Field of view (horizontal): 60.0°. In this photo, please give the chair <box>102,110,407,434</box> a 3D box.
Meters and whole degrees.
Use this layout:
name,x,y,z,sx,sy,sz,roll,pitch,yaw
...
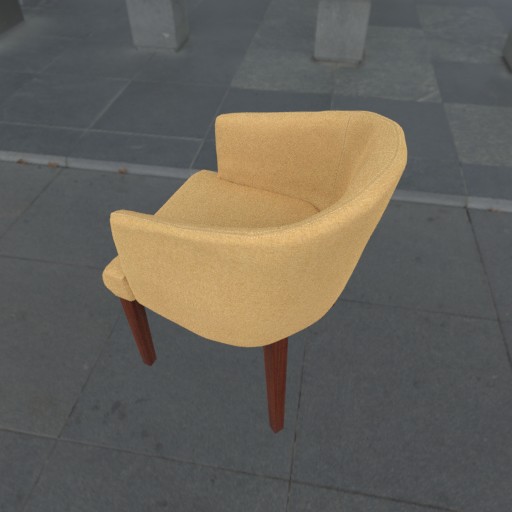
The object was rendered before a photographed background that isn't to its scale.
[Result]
name,x,y,z,sx,sy,sz,roll,pitch,yaw
chair,0.000,0.000,1.248,0.655,0.811,0.583,18,47,17
